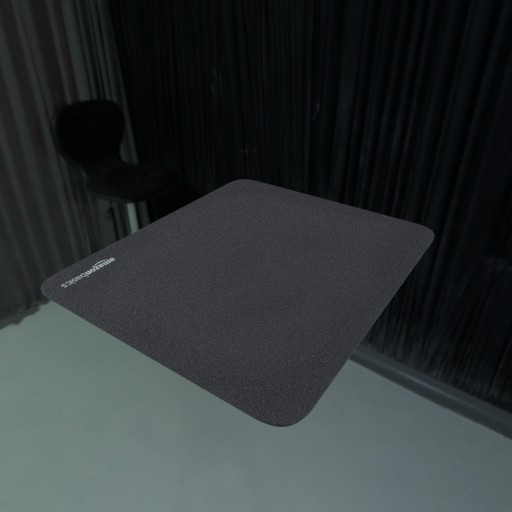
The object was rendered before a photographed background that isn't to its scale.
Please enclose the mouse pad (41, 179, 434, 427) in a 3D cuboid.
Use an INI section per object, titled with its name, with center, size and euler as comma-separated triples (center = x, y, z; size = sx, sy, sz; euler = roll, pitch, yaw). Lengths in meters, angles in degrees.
[mouse pad]
center = 0.000, 0.000, 0.438
size = 0.269, 0.002, 0.315
euler = 20, 37, 29
